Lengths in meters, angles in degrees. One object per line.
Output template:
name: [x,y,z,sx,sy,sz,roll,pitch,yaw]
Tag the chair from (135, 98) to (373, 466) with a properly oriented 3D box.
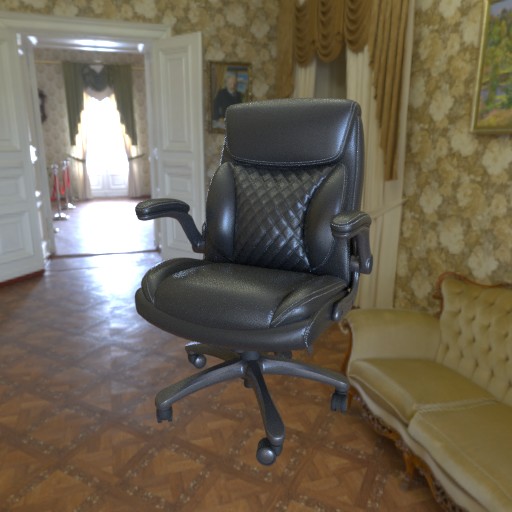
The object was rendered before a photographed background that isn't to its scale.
chair: [0.000,0.000,1.578,0.782,1.110,0.724,7,16,25]
